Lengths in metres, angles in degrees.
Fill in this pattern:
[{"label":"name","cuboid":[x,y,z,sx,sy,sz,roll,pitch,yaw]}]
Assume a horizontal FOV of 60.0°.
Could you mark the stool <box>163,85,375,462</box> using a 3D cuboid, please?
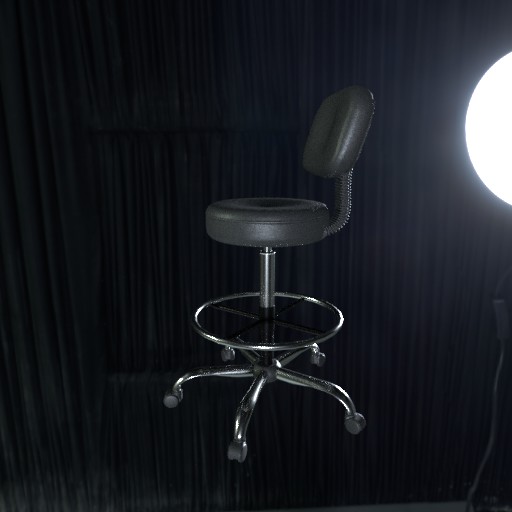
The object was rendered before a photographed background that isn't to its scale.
[{"label":"stool","cuboid":[0.000,0.000,1.492,0.658,1.069,0.694,-2,14,-7]}]
